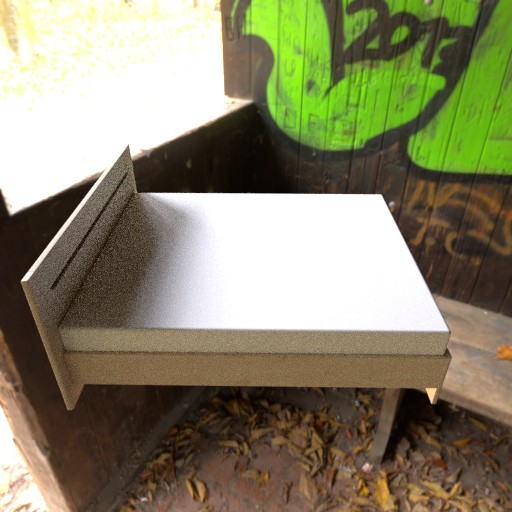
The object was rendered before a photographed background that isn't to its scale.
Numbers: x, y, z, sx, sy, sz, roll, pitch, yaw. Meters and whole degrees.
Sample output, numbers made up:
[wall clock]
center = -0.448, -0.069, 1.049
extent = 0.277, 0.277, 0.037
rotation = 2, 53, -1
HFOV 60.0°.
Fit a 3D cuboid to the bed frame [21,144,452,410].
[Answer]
[bed frame]
center = 0.000, 0.000, 2.969
extent = 2.080, 0.900, 1.800
rotation = 1, 34, 1
